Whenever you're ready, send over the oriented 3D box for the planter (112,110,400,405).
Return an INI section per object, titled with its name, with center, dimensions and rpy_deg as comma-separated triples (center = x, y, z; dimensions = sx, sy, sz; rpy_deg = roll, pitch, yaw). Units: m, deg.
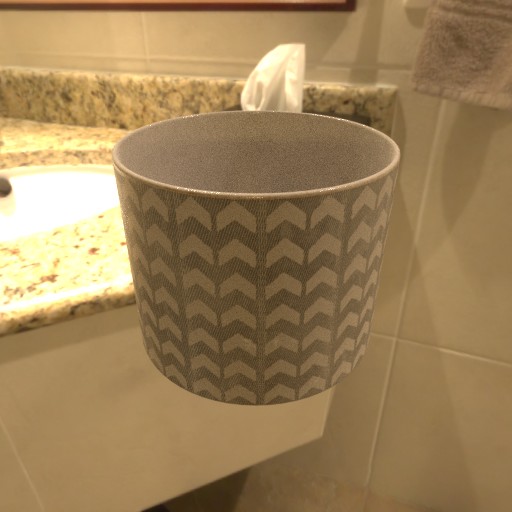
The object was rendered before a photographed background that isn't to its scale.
[planter]
center = 0.000, 0.000, 0.458
dimensions = 0.250, 0.239, 0.250
rpy_deg = 0, 30, 0
